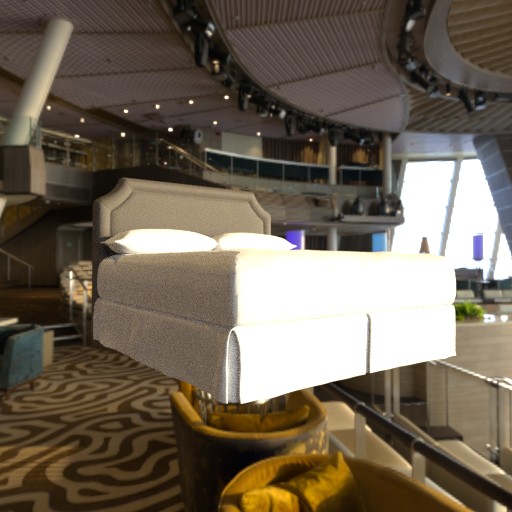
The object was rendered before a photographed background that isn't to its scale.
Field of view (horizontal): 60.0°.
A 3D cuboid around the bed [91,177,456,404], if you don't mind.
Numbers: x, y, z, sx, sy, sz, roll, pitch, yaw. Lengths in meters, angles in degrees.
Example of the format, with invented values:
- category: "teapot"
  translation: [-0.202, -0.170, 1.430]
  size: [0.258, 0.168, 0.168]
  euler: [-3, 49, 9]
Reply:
- category: "bed"
  translation: [0.000, 0.000, 3.858]
  size: [2.194, 1.561, 2.536]
  euler: [0, -1, -36]
